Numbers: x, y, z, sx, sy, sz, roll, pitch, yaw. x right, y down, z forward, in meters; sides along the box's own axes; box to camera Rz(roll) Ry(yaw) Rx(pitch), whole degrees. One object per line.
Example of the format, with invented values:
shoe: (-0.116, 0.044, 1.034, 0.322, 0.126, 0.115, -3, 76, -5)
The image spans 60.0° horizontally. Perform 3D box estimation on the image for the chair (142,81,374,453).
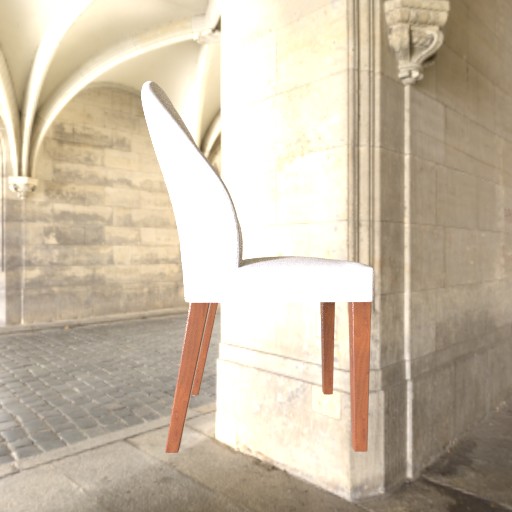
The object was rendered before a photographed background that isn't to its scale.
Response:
chair: (0.000, 0.000, 1.214, 0.540, 0.893, 0.472, 0, 0, -1)
